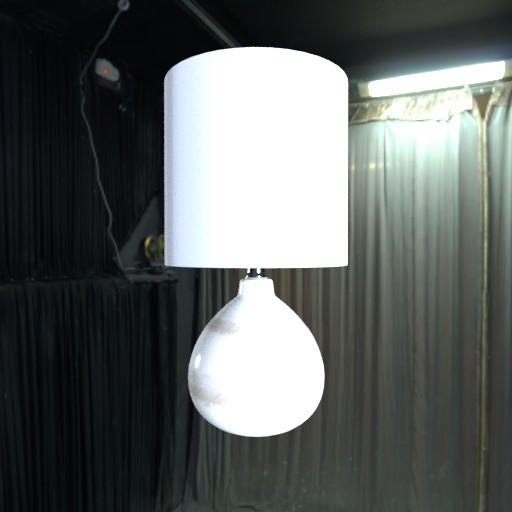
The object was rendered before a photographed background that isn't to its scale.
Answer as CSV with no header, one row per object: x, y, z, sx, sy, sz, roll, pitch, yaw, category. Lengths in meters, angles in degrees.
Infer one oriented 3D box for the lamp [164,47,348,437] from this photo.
0.000,0.000,0.536,0.217,0.404,0.217,0,1,19,lamp
